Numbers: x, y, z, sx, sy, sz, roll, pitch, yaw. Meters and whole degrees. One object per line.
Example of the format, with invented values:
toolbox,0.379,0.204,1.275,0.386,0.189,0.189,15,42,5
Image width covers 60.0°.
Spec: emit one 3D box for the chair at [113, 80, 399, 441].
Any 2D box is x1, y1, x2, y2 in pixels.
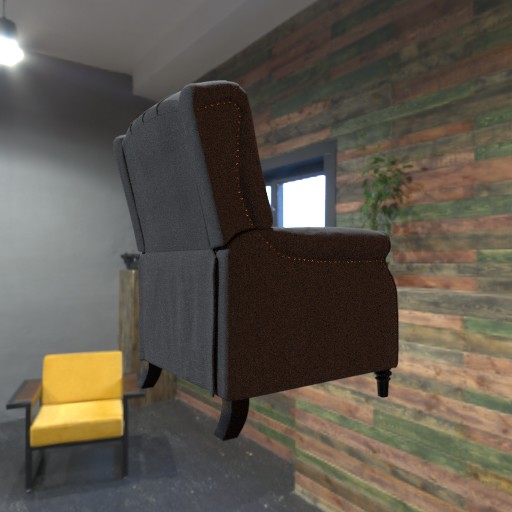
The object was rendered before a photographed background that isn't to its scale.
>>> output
chair,0.000,0.000,1.679,0.898,1.035,0.742,1,-1,-35
